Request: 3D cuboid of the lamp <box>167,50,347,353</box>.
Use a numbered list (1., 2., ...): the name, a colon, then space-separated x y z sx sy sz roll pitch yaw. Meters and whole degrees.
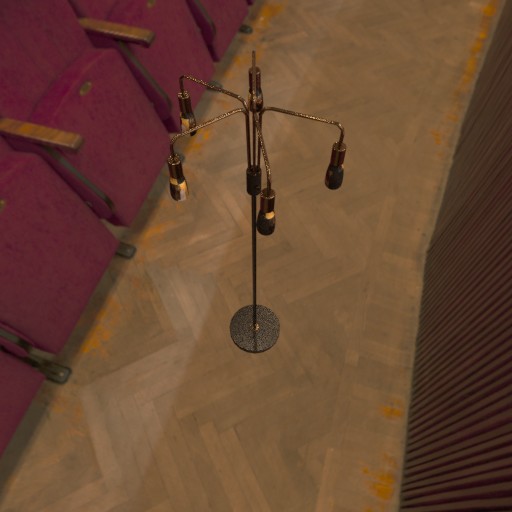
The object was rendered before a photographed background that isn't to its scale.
1. lamp: 0.000 0.000 2.028 0.599 1.721 0.572 15 60 9
